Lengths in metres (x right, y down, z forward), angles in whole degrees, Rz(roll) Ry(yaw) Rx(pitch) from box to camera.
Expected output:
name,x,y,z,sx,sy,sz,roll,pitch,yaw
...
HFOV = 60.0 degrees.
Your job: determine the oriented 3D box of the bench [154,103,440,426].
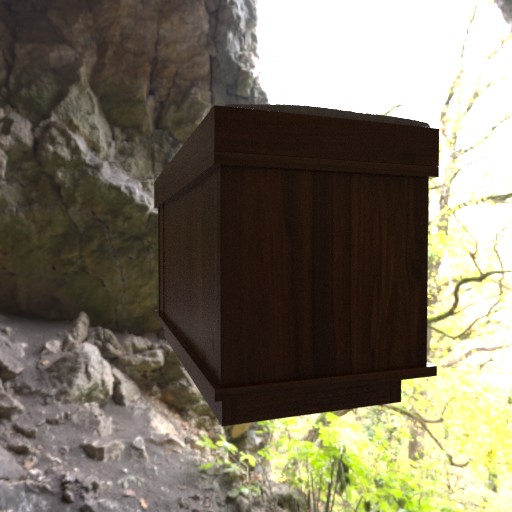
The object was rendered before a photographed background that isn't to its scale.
name,x,y,z,sx,sy,sz,roll,pitch,yaw
bench,0.000,0.000,0.971,0.362,0.461,0.734,-1,2,-19
